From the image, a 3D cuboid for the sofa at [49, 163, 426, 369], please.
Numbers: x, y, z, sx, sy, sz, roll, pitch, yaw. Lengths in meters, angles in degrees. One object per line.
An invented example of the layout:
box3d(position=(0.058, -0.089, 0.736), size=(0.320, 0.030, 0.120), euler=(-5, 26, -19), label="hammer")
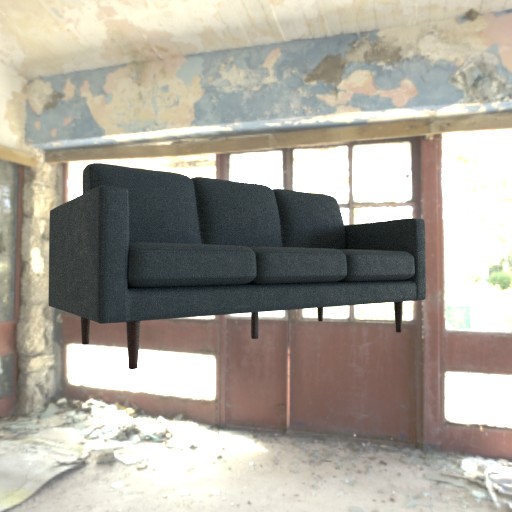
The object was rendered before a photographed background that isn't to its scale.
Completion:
box3d(position=(0.000, 0.000, 2.539), size=(2.013, 0.945, 0.935), euler=(1, -2, -36), label="sofa")
